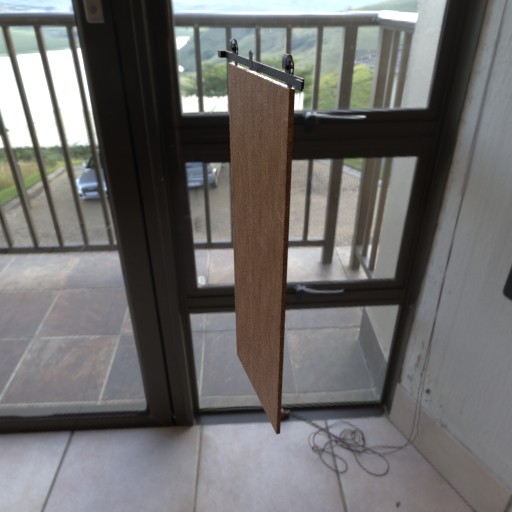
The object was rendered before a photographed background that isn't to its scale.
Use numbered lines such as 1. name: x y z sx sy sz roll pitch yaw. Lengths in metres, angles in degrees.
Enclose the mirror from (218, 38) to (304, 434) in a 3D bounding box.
1. mirror: 0.000 0.000 2.079 0.042 1.793 0.847 -11 33 -18
